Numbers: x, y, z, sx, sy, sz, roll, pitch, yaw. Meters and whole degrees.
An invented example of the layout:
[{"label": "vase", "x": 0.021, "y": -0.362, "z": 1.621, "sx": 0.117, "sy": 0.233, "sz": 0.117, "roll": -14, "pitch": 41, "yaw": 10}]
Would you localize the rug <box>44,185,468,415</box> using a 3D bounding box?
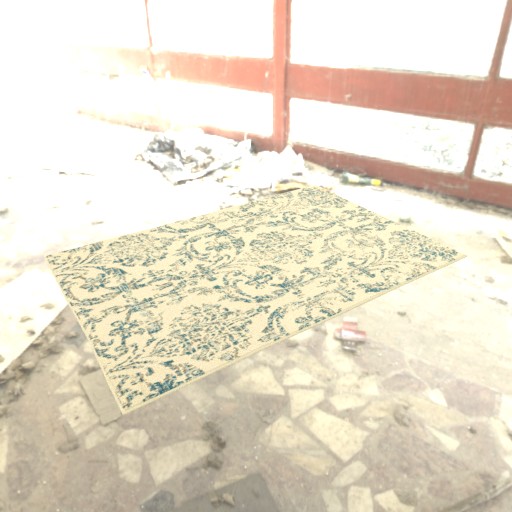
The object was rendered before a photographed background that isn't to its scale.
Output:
[{"label": "rug", "x": 0.000, "y": 0.000, "z": 2.295, "sx": 1.831, "sy": 0.012, "sz": 1.213, "roll": -18, "pitch": 35, "yaw": -29}]
